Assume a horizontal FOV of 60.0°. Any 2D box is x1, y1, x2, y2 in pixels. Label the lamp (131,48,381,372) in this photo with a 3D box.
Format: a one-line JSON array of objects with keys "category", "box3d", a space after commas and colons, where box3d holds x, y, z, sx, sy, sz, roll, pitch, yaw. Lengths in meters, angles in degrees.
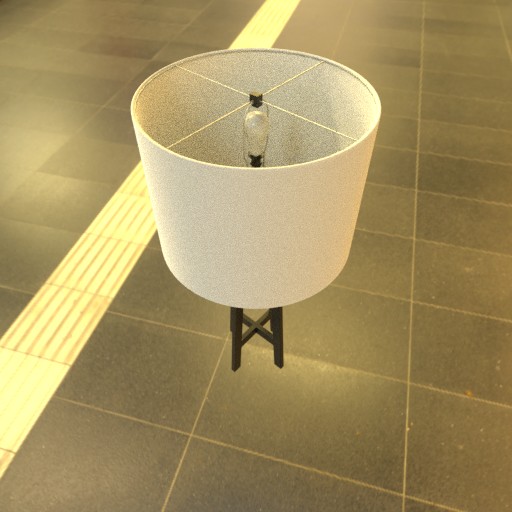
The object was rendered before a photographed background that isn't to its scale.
[{"category": "lamp", "box3d": [0.000, 0.000, 0.638, 0.257, 0.489, 0.257, -3, 46, -3]}]
